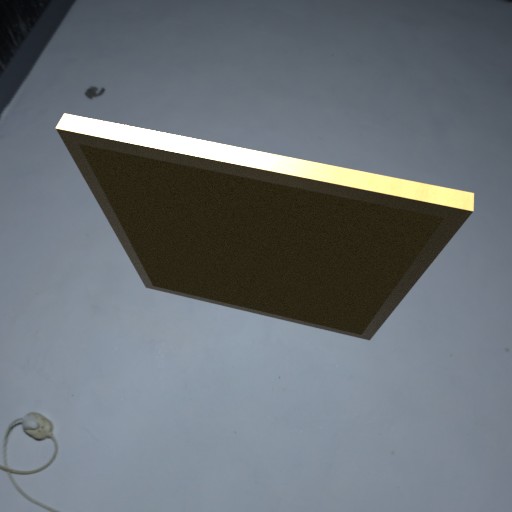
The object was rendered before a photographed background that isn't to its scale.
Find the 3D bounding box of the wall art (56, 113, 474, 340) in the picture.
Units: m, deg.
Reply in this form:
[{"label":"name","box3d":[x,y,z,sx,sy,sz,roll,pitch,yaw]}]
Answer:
[{"label":"wall art","box3d":[0.000,0.000,2.879,1.935,1.936,0.097,12,64,6]}]
